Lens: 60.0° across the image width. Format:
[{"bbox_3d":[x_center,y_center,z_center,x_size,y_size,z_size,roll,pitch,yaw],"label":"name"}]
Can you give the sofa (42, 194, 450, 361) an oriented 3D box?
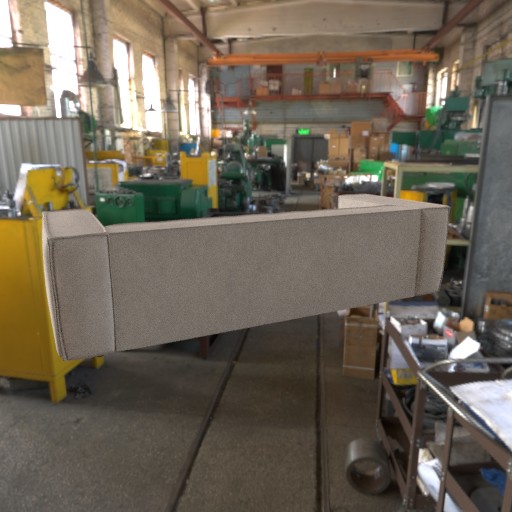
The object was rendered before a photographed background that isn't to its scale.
[{"bbox_3d":[0.000,0.000,3.123,2.697,0.680,1.038,-7,15,-25],"label":"sofa"}]
